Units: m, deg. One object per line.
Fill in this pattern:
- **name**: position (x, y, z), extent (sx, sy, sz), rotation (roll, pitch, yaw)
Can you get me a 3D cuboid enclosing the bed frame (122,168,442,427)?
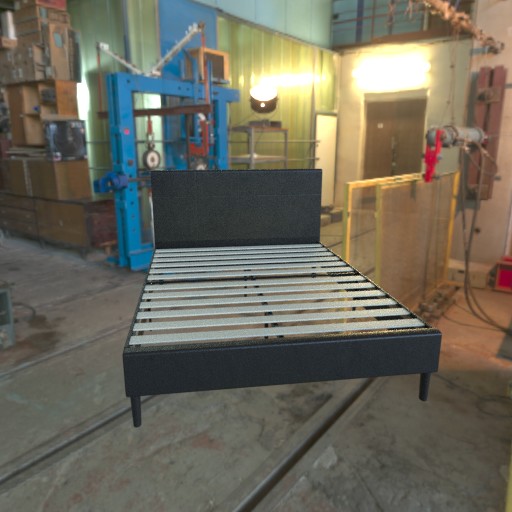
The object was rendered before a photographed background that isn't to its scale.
- **bed frame**: position (0.000, 0.000, 3.279), extent (1.634, 1.127, 2.318), rotation (-2, 15, -8)
